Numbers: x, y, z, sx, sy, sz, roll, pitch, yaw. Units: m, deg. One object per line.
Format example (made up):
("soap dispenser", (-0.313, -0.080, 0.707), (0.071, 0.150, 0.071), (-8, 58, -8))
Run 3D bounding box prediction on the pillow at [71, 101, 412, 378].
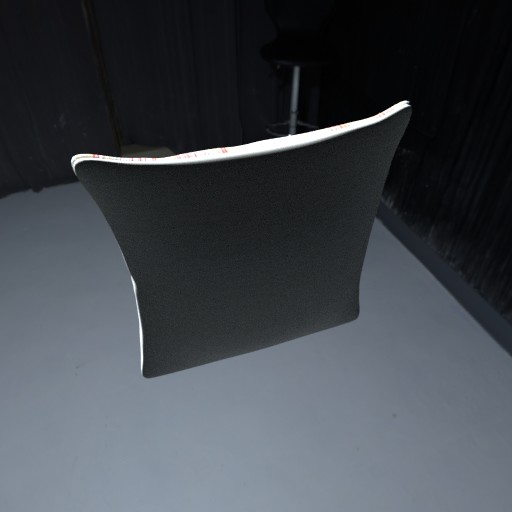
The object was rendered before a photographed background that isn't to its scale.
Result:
("pillow", (0.000, 0.000, 0.708), (0.451, 0.449, 0.191), (-13, 43, -14))
